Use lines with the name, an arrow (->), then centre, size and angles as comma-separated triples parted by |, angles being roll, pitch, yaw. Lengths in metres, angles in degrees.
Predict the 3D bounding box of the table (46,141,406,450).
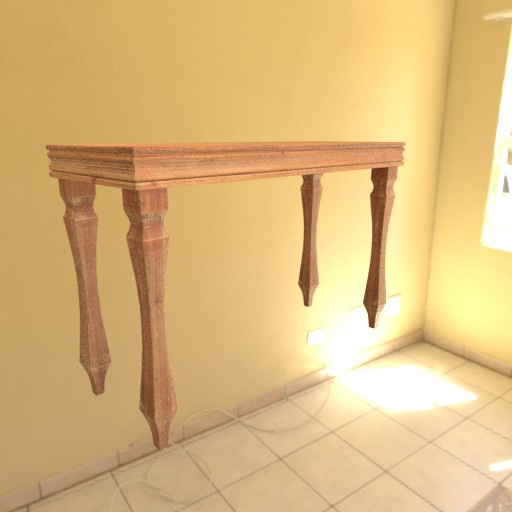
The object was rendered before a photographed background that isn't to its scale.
table -> 0.000, 0.000, 1.768 | 0.522, 0.873, 1.330 | 15, 21, 43
